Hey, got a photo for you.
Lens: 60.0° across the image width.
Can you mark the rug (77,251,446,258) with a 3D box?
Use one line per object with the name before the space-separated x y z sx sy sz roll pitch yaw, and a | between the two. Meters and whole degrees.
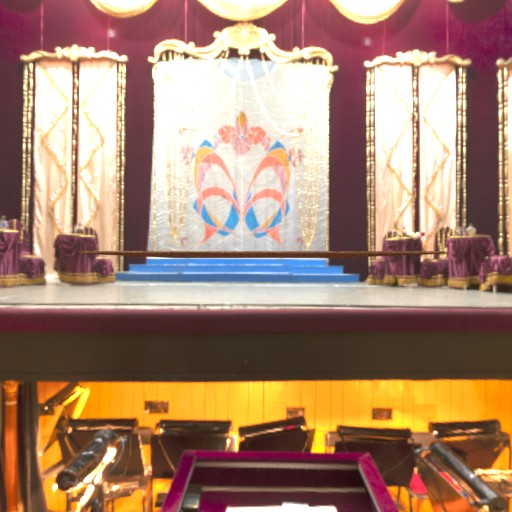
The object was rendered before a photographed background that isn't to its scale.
rug | 0.000 0.000 3.043 1.533 0.011 2.439 0 -1 -1
